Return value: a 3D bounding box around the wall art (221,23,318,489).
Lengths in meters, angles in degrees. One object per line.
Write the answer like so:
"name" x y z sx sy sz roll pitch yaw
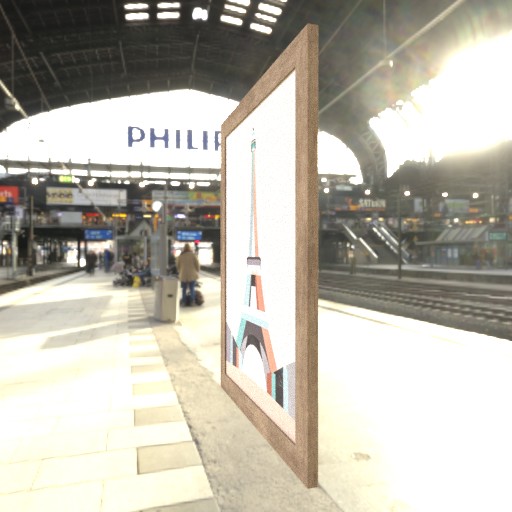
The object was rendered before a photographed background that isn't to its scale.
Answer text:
"wall art" 0.000 0.000 0.909 0.018 0.686 0.534 0 0 -18
